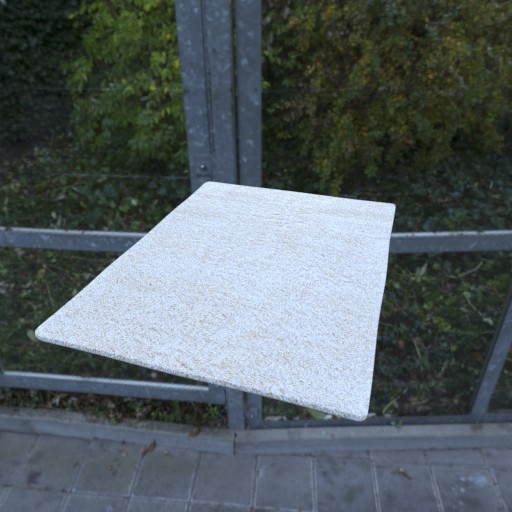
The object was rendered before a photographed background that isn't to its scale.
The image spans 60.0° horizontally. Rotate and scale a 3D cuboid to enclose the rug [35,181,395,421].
[{"bbox_3d":[0.000,0.000,2.106,1.200,0.027,1.600,9,32,15],"label":"rug"}]
